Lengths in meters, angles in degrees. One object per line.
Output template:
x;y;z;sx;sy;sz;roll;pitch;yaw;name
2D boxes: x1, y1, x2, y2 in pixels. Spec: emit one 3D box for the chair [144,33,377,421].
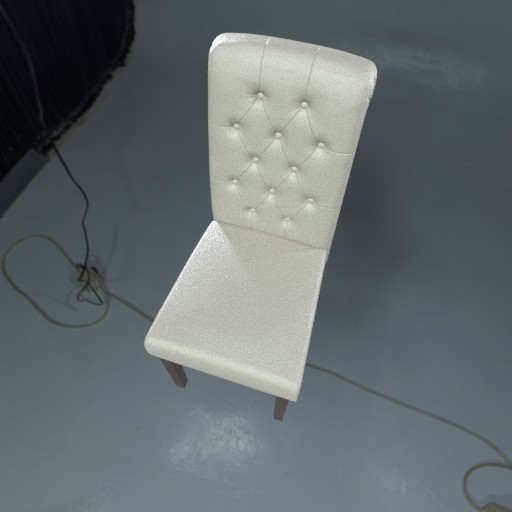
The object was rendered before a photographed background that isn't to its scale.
0.000;0.000;1.322;0.456;1.006;0.671;15;59;10;chair
